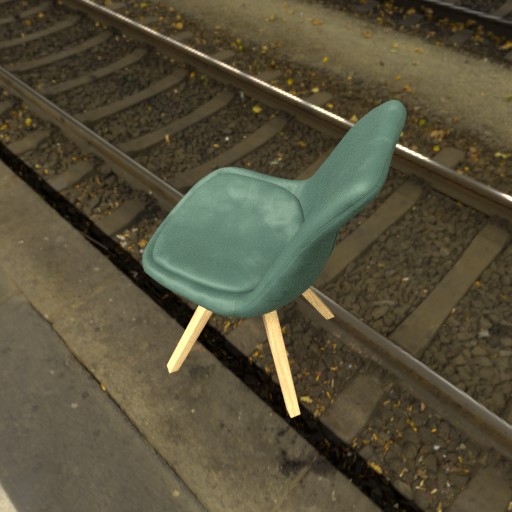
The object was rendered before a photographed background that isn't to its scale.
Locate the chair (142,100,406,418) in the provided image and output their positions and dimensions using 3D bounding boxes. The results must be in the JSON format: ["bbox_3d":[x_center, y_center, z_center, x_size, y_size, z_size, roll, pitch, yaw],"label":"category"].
[{"bbox_3d":[0.000,0.000,1.179,0.547,0.865,0.483,17,51,14],"label":"chair"}]
